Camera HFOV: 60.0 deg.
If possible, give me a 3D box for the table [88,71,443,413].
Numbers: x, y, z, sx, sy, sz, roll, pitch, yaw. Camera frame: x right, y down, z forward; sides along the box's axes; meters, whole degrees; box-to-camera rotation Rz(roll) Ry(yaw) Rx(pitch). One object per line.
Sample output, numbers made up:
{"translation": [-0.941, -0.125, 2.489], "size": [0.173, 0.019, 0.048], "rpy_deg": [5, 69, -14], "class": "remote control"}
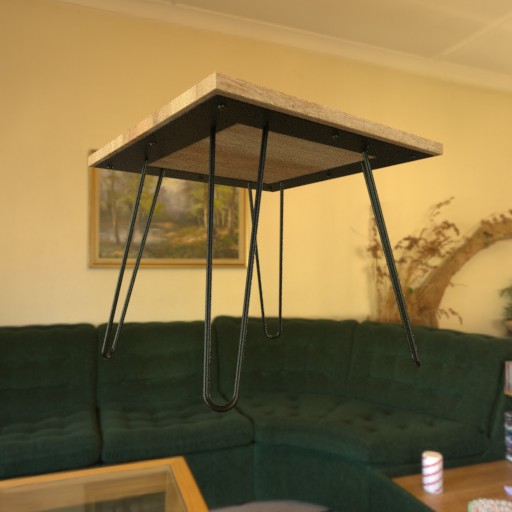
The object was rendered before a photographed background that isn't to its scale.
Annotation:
{"translation": [0.000, 0.000, 1.041], "size": [0.599, 0.500, 0.599], "rpy_deg": [1, -2, -37], "class": "table"}
